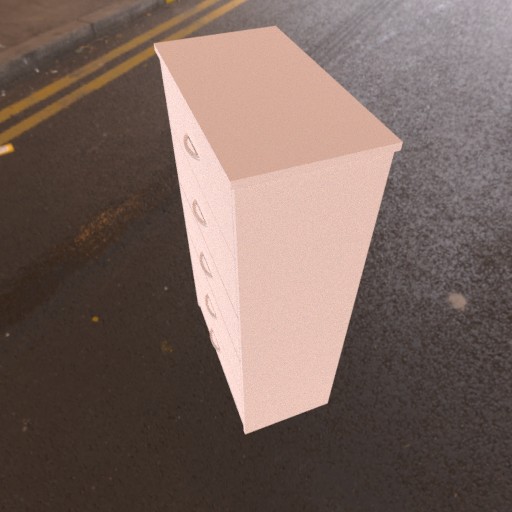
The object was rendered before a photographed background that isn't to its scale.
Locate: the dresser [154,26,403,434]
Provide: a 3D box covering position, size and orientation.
[{"bbox_3d":[0.000,0.000,1.571,0.399,1.255,0.704,-15,49,-14],"label":"dresser"}]
